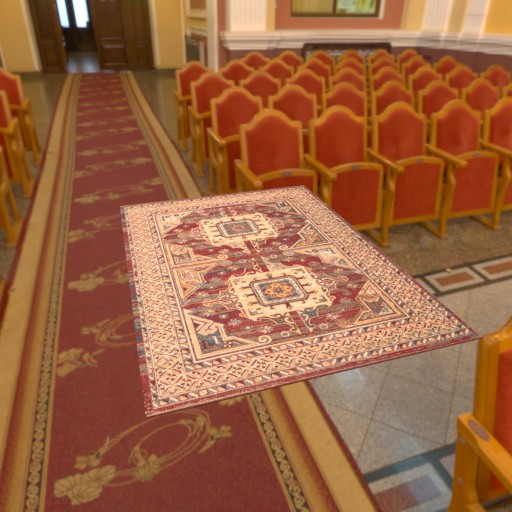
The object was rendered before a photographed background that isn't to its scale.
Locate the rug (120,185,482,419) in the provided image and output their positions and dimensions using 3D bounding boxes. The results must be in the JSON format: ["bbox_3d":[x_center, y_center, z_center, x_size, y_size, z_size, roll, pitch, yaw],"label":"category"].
[{"bbox_3d":[0.000,0.000,2.855,1.599,0.011,2.210,-9,30,-15],"label":"rug"}]
